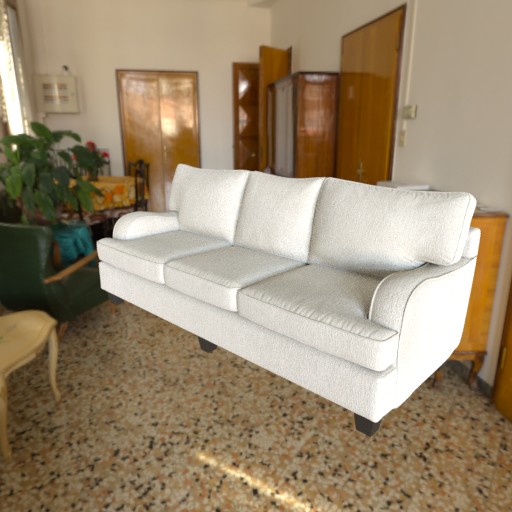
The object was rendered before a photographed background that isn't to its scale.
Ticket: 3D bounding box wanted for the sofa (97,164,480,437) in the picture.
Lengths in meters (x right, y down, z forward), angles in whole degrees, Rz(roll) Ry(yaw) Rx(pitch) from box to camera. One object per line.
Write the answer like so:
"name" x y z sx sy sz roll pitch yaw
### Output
"sofa" 0.000 0.000 2.788 2.323 0.991 1.016 15 22 41
